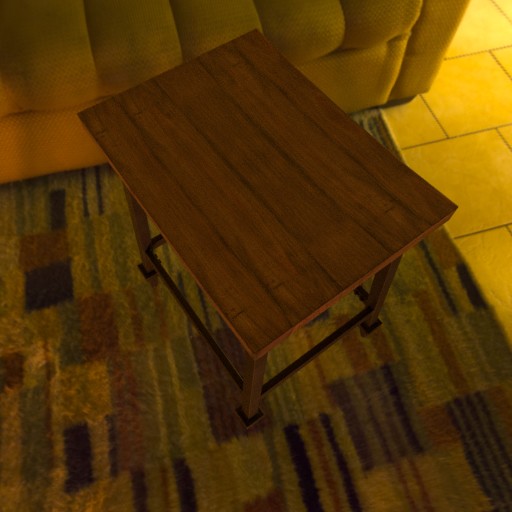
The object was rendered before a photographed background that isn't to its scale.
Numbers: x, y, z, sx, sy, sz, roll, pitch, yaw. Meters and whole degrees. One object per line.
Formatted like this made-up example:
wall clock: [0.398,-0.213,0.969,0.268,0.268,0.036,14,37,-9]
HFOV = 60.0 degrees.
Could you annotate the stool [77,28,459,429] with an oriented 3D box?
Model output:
stool: [0.000,0.000,0.924,0.405,0.625,0.486,-33,67,-16]
